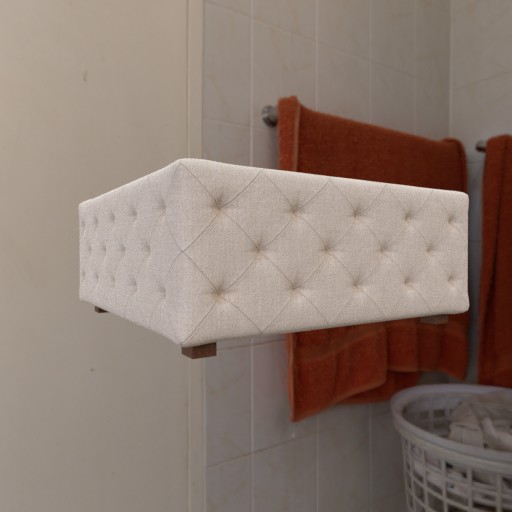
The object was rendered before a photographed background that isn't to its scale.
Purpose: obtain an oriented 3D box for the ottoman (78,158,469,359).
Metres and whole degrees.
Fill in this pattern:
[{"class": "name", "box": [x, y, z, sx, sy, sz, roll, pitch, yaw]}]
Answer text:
[{"class": "ottoman", "box": [0.000, 0.000, 1.603, 1.028, 0.439, 1.028, 0, 1, -33]}]
